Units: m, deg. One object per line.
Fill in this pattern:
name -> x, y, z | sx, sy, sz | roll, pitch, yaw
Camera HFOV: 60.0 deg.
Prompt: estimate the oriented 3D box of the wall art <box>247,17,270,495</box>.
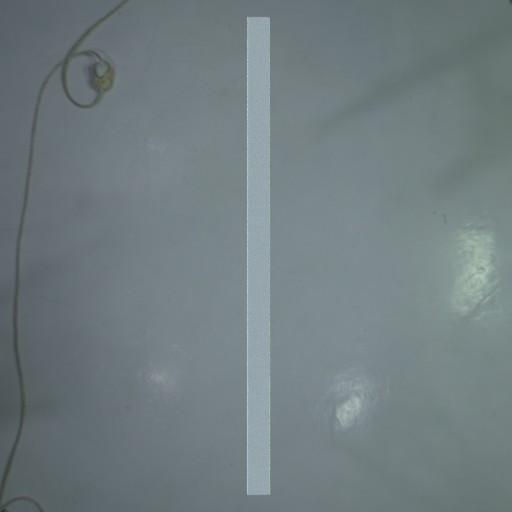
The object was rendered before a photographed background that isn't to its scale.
wall art -> 0.000, 0.000, 0.968 | 0.038, 0.431, 0.812 | 0, 89, -1
